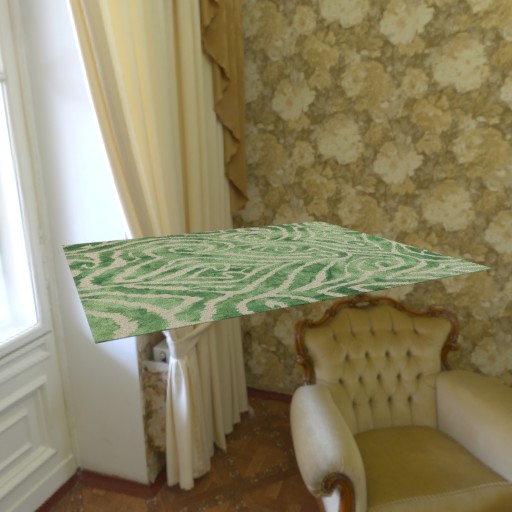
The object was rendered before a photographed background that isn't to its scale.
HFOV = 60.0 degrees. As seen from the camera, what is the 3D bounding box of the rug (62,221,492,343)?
[{"bbox_3d":[0.000,0.000,3.965,3.045,0.007,2.436,-7,16,-26],"label":"rug"}]
